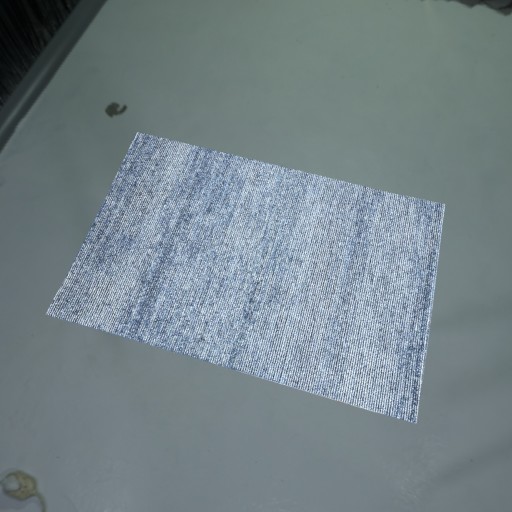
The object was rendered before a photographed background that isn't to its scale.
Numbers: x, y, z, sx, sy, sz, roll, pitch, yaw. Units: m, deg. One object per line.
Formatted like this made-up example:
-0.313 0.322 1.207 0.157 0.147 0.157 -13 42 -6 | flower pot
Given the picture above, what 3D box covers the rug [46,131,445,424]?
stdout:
0.000 0.000 2.258 1.793 0.025 1.159 15 66 7 | rug
